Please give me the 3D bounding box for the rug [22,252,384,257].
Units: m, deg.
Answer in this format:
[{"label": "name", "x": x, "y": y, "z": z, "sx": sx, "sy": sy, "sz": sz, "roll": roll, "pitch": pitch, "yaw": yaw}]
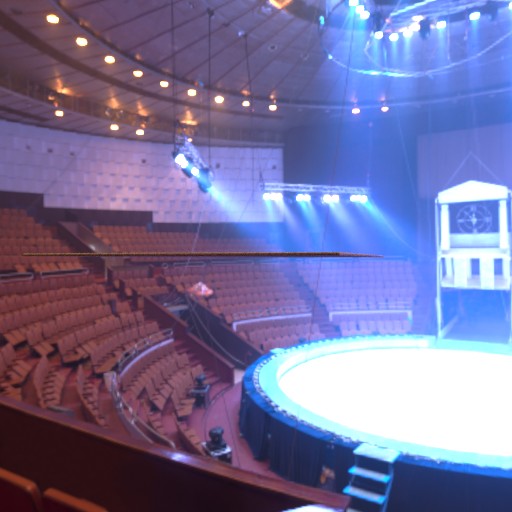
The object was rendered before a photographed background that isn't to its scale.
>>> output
[{"label": "rug", "x": 0.000, "y": 0.000, "z": 3.030, "sx": 1.526, "sy": 0.012, "sz": 2.444, "roll": 0, "pitch": 0, "yaw": 20}]
